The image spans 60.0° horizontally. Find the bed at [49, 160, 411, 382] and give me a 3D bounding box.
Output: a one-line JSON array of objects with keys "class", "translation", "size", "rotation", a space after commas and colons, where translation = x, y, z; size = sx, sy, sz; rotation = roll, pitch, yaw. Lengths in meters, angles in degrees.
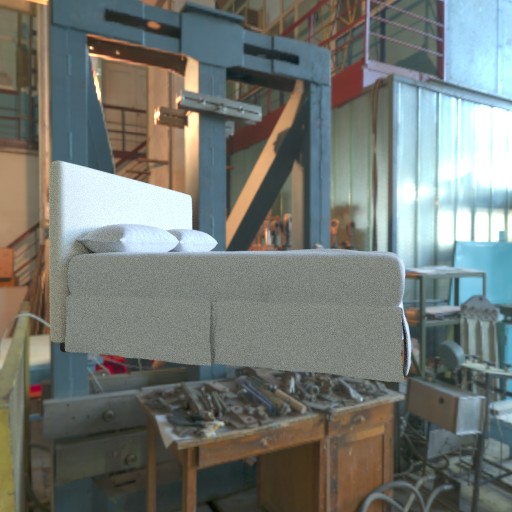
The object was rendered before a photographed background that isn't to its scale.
[{"class": "bed", "translation": [0.000, 0.000, 3.601], "size": [2.341, 1.317, 2.119], "rotation": [0, 1, 17]}]
